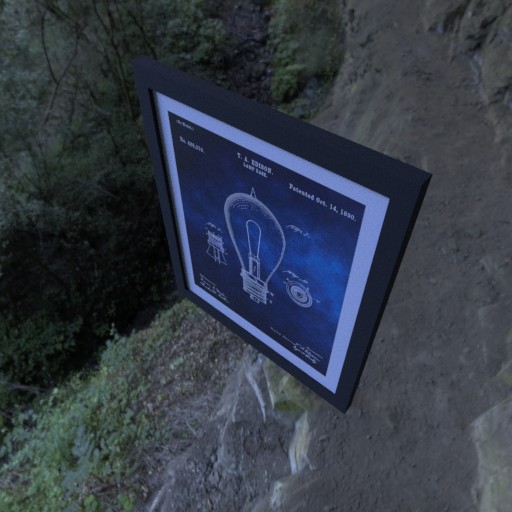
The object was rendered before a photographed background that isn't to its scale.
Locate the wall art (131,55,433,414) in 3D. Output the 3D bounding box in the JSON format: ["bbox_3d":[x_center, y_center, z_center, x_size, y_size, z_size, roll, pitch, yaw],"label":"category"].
[{"bbox_3d":[0.000,0.000,0.700,0.428,0.505,0.023,32,54,26],"label":"wall art"}]
